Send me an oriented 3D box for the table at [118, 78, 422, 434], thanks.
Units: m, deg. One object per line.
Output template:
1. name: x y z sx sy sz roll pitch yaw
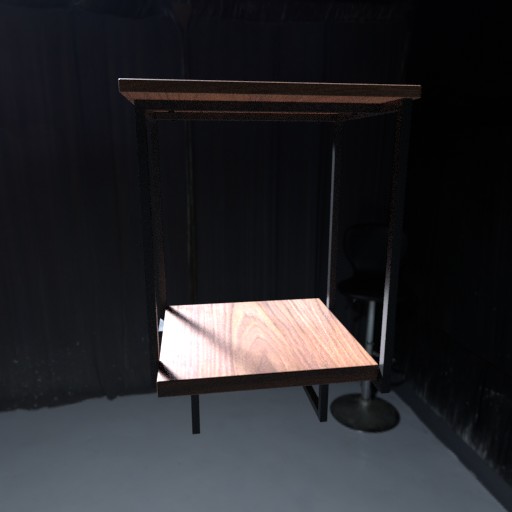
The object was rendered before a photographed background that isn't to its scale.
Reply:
1. table: 0.000 0.000 0.840 0.411 0.567 0.384 -2 14 -9
